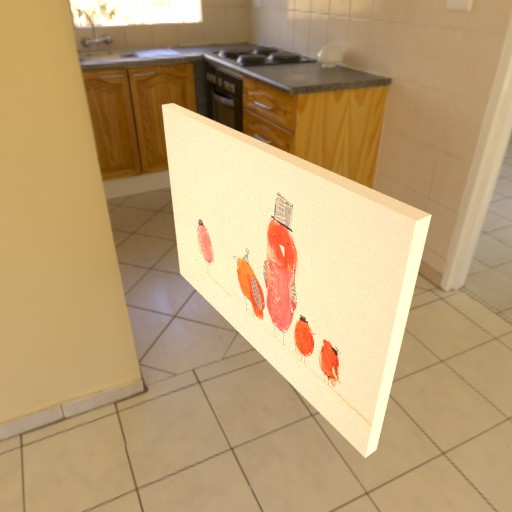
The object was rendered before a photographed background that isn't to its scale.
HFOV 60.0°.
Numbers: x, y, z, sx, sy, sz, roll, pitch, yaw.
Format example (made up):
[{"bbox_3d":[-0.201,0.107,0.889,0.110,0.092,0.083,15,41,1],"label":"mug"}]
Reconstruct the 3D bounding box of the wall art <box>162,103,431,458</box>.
[{"bbox_3d":[0.000,0.000,1.176,0.038,0.609,0.914,-21,38,-29],"label":"wall art"}]
